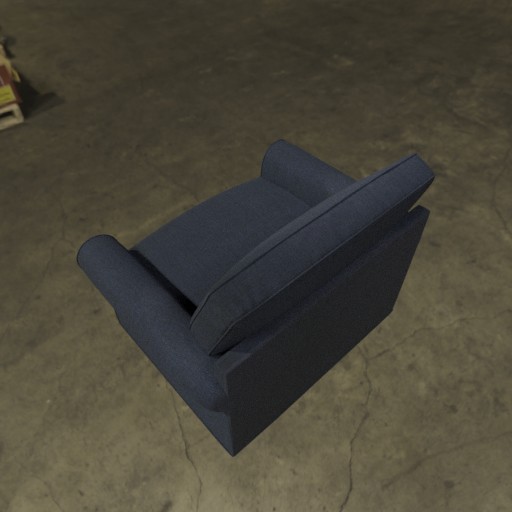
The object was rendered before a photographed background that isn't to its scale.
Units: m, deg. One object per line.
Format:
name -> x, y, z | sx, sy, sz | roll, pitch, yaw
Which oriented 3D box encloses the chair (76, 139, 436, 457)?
chair -> 0.000, 0.000, 2.021 | 1.285, 1.044, 0.963 | -34, 56, -27
